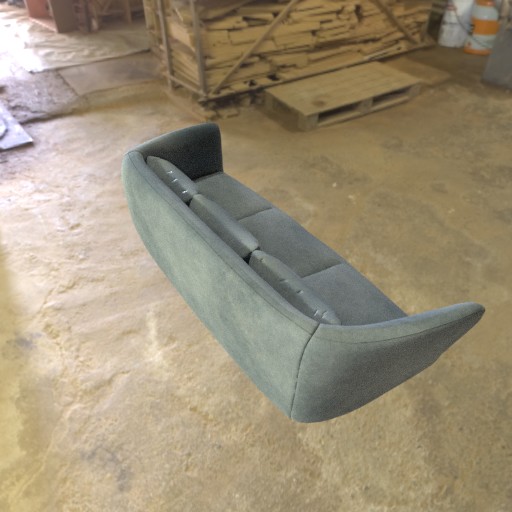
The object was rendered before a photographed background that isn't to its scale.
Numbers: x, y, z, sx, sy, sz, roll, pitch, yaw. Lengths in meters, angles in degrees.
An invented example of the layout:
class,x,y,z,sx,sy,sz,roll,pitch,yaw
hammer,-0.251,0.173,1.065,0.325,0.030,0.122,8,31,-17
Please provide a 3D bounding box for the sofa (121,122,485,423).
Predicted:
class,x,y,z,sx,sy,sz,roll,pitch,yaw
sofa,0.000,0.000,2.431,0.849,0.795,2.095,-25,47,-26
